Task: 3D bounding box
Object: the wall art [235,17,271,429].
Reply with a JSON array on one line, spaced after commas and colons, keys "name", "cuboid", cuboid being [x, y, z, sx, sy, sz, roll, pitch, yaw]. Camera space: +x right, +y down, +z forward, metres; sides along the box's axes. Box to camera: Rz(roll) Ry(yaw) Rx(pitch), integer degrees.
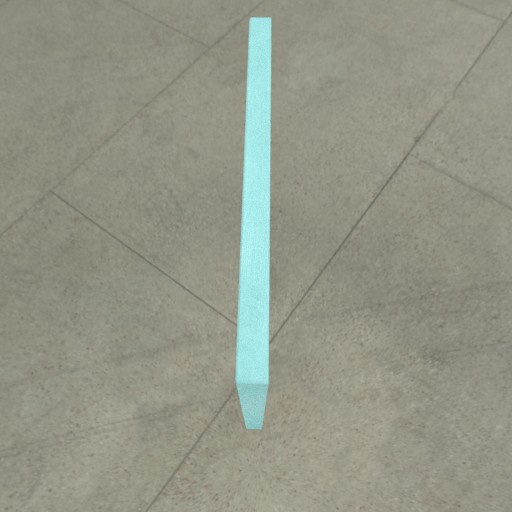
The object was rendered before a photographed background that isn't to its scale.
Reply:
[{"name": "wall art", "cuboid": [0.000, 0.000, 1.125, 0.054, 0.766, 0.765, 1, 64, 0]}]
